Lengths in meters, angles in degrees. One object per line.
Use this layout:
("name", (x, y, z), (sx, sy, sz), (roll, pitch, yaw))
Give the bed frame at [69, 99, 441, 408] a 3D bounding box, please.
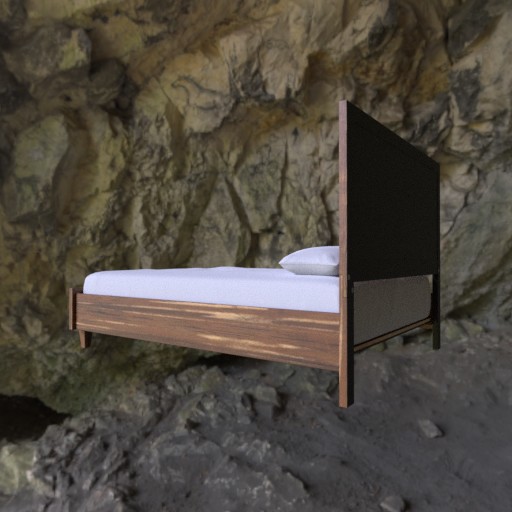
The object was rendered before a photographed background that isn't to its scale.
("bed frame", (0.000, 0.000, 3.388), (2.276, 1.417, 1.696), (0, -1, 36))
